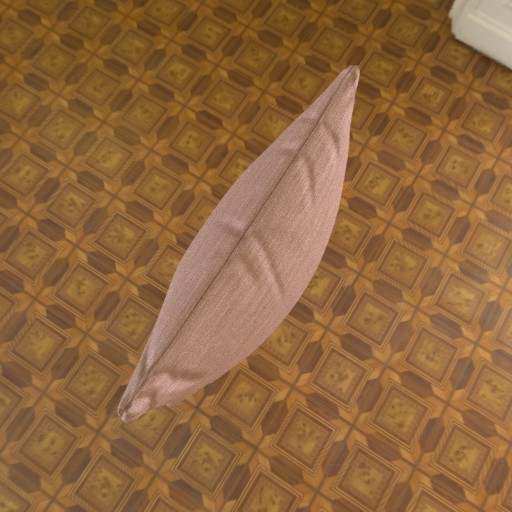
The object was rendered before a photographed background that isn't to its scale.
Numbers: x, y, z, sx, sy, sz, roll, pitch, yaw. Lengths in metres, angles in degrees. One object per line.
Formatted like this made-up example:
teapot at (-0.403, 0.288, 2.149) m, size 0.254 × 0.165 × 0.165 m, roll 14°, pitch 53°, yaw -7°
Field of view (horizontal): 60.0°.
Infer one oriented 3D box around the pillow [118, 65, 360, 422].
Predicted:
pillow at (0.000, 0.000, 0.793) m, size 0.210 × 0.338 × 0.633 m, roll 31°, pitch 77°, yaw 8°
